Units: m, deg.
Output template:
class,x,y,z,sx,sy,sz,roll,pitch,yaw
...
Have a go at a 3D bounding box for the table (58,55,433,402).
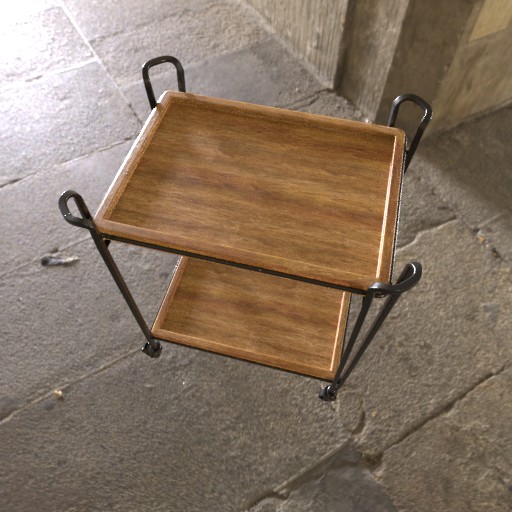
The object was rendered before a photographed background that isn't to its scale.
class,x,y,z,sx,sy,sz,roll,pitch,yaw
table,0.000,0.000,1.210,0.672,0.785,0.505,12,58,8
